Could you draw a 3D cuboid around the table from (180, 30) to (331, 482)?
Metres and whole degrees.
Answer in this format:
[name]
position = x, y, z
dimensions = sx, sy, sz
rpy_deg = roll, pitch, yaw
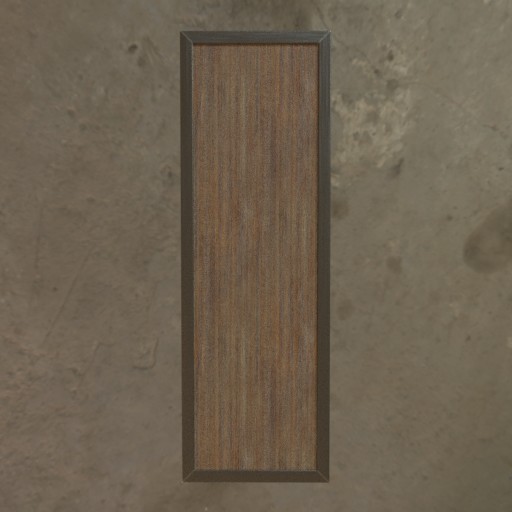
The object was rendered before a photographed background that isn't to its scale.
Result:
[table]
position = 0.000, 0.000, 1.567
dimensions = 0.402, 0.753, 1.216
rpy_deg = 0, 92, 0
